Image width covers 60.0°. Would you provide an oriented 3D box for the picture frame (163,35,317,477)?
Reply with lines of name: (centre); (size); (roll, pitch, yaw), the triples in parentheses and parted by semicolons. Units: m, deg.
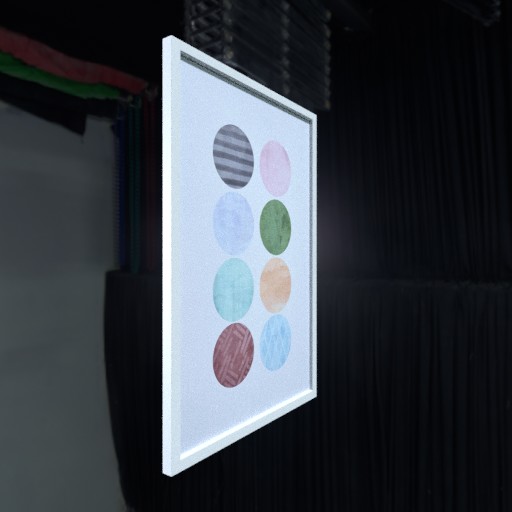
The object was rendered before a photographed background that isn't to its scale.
picture frame: (0.000, 0.000, 0.564); (0.013, 0.434, 0.305); (0, 0, 35)
